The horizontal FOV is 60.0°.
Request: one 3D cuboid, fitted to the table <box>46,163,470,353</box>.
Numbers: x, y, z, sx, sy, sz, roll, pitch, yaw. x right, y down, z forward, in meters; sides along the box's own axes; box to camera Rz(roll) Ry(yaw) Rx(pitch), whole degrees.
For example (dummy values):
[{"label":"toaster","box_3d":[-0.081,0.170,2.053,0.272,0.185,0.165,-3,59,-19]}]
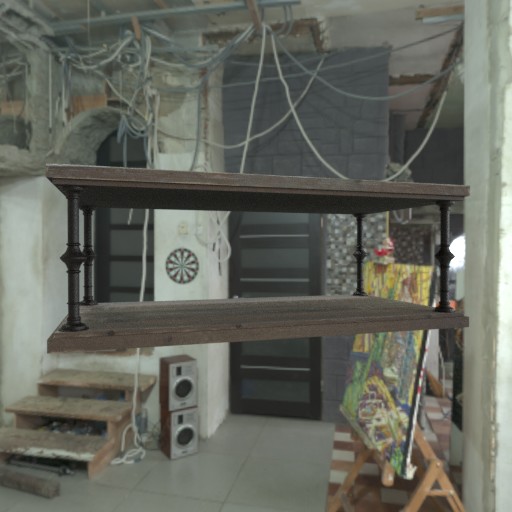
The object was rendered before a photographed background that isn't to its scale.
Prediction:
[{"label":"table","box_3d":[0.000,0.000,1.353,1.088,0.399,0.554,0,1,-17]}]
